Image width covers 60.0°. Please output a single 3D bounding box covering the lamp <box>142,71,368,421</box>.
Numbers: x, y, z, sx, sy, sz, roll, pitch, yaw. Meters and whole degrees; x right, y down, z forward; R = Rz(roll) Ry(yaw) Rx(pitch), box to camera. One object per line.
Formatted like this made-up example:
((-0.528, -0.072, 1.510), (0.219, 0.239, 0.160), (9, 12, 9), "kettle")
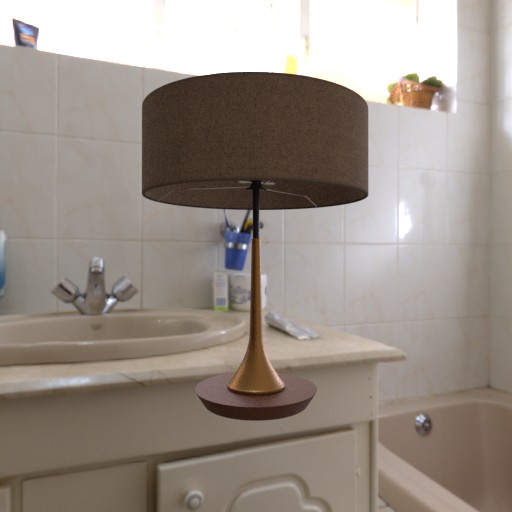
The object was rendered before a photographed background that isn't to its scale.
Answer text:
((0.000, 0.000, 0.836), (0.417, 0.551, 0.396), (0, 0, -18), "lamp")
